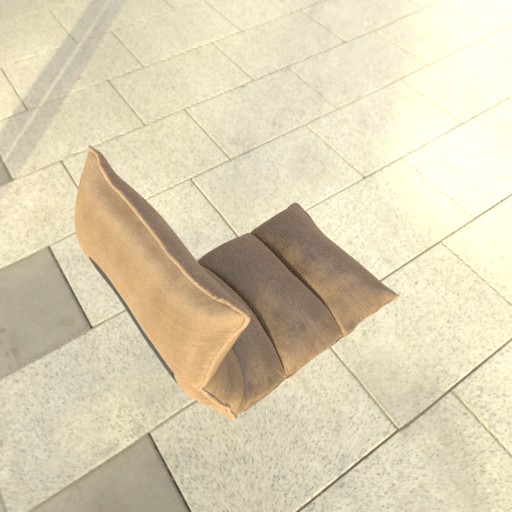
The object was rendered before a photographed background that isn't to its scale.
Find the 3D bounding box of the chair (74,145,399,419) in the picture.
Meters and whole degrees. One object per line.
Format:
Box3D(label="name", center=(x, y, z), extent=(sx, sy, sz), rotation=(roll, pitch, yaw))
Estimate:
Box3D(label="chair", center=(0.000, 0.000, 1.590), extent=(0.985, 0.892, 0.714), rotation=(-32, 62, -19))
